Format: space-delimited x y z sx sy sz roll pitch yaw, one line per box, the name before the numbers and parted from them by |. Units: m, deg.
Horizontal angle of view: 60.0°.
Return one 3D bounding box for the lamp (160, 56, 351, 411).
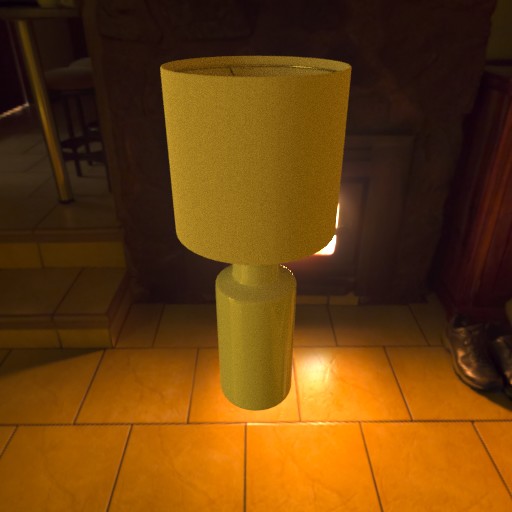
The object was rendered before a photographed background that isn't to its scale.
lamp | 0.000 0.000 0.619 0.212 0.493 0.212 -10 31 -18
